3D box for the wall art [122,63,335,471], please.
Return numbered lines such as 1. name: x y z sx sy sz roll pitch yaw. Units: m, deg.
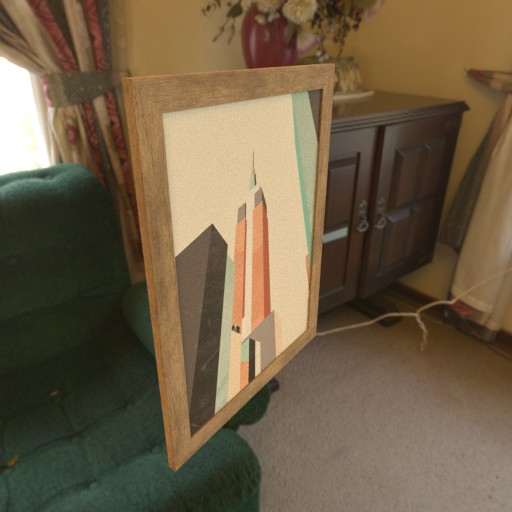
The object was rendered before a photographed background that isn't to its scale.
1. wall art: 0.000 0.000 0.882 0.018 0.686 0.534 18 31 32
